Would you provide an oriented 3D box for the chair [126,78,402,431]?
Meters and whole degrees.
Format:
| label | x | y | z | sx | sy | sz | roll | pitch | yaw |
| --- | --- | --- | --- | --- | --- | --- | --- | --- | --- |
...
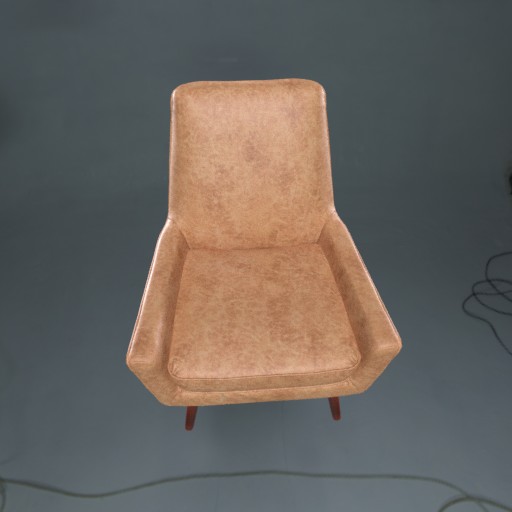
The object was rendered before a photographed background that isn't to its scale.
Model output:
| label | x | y | z | sx | sy | sz | roll | pitch | yaw |
| --- | --- | --- | --- | --- | --- | --- | --- | --- | --- |
| chair | 0.000 | 0.000 | 1.498 | 0.753 | 0.883 | 0.851 | -3 | 44 | -3 |
